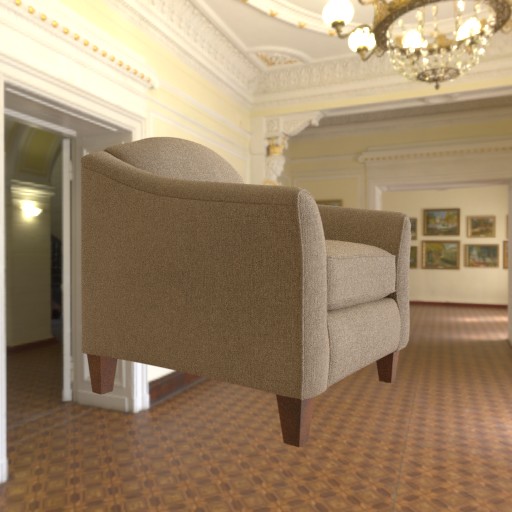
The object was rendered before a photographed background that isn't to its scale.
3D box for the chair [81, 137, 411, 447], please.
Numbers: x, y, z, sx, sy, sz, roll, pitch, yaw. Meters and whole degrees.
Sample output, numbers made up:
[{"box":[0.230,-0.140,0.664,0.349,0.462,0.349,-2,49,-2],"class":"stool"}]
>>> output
[{"box":[0.000,0.000,1.418,0.787,0.839,0.763,0,0,36],"class":"chair"}]
